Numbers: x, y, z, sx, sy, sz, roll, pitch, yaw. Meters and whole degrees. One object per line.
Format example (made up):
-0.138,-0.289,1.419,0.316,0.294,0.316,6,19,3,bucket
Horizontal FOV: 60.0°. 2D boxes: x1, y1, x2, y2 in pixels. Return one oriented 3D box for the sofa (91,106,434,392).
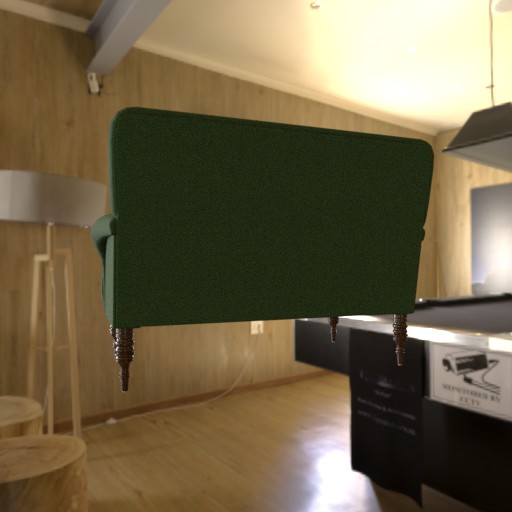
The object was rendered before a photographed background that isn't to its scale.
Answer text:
0.000,0.000,1.851,1.297,0.889,0.779,0,-1,-20,sofa
